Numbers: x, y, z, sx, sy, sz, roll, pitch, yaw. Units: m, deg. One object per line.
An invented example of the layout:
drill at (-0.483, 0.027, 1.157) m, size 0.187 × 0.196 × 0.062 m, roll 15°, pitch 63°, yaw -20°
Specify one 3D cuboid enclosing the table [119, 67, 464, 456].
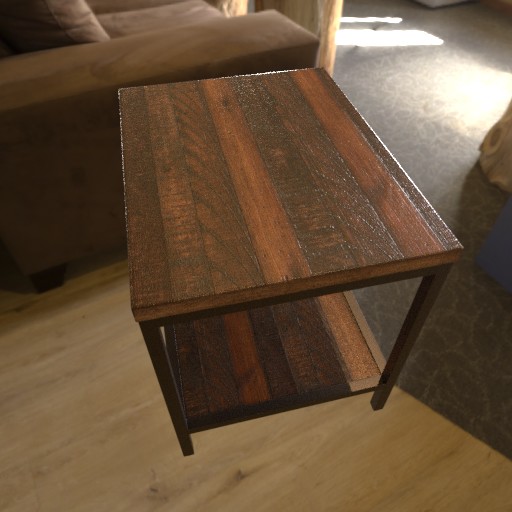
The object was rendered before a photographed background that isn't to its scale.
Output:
table at (0.000, 0.000, 1.116) m, size 0.524 × 0.612 × 0.678 m, roll -10°, pitch 48°, yaw -9°
